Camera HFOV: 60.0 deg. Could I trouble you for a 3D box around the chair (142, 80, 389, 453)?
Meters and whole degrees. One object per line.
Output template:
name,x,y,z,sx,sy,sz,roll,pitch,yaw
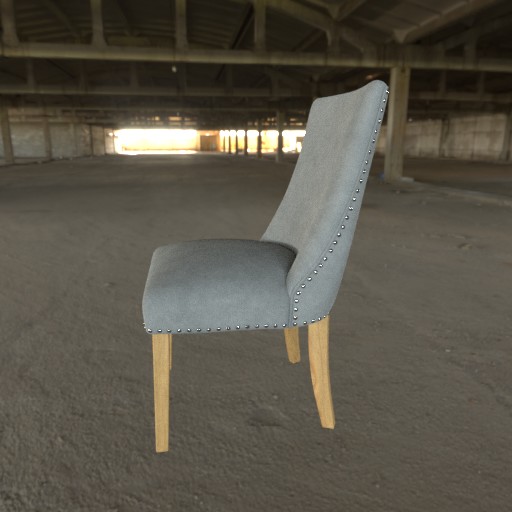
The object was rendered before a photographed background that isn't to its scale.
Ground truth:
chair,0.000,0.000,1.269,0.610,0.902,0.495,-2,15,-9
